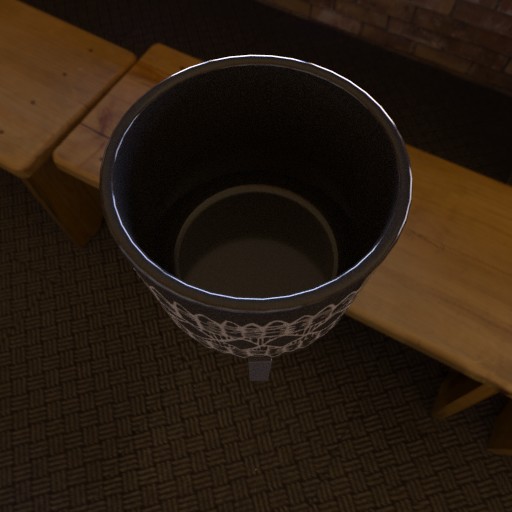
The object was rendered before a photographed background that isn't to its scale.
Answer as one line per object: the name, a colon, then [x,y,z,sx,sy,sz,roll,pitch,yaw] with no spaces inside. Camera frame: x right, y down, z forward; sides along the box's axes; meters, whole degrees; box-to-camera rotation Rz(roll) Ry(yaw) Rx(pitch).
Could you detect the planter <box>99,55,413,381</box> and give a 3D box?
planter: [0.000,0.000,0.262,0.129,0.177,0.129,0,64,0]
